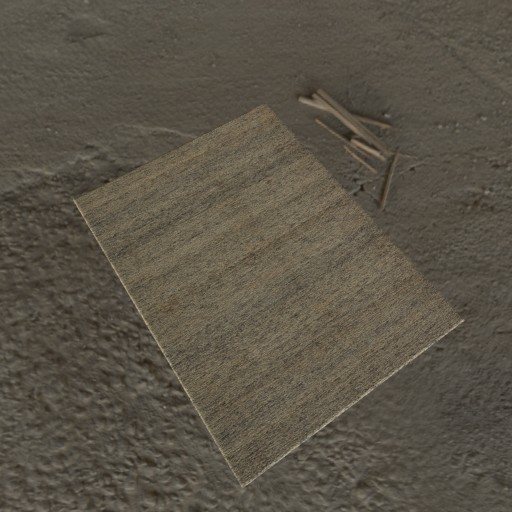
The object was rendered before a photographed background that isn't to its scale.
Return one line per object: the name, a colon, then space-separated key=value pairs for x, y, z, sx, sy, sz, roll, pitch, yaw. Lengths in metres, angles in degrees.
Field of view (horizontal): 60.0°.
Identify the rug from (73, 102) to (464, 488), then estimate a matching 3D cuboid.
rug: x=0.000 y=0.000 z=4.311 sx=2.414 sy=0.036 sz=3.199 roll=-31 pitch=68 yaw=-14
